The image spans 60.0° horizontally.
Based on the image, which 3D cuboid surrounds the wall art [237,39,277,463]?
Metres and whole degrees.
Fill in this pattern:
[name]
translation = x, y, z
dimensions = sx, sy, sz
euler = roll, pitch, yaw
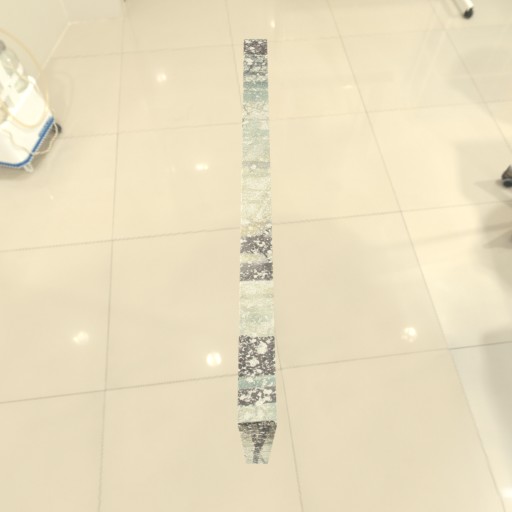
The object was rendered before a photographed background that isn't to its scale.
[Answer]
[wall art]
translation = 0.000, 0.000, 0.765
dimensions = 0.042, 0.398, 0.618
euler = 0, 60, 0
